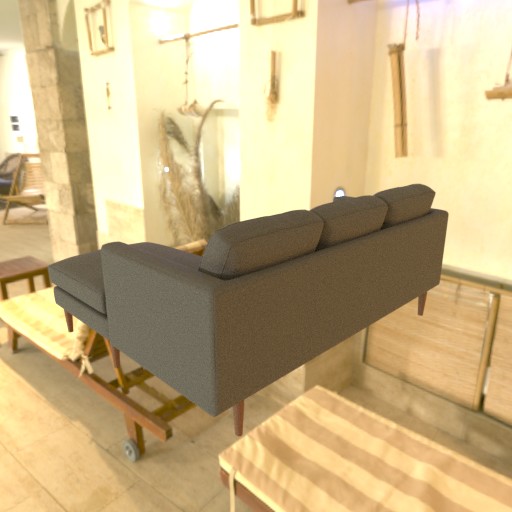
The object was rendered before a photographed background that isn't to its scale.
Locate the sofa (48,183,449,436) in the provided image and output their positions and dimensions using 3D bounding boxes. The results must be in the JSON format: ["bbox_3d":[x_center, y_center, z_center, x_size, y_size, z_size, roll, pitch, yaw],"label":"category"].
[{"bbox_3d":[0.000,0.000,2.845,2.031,0.897,1.591,-17,24,-42],"label":"sofa"}]
